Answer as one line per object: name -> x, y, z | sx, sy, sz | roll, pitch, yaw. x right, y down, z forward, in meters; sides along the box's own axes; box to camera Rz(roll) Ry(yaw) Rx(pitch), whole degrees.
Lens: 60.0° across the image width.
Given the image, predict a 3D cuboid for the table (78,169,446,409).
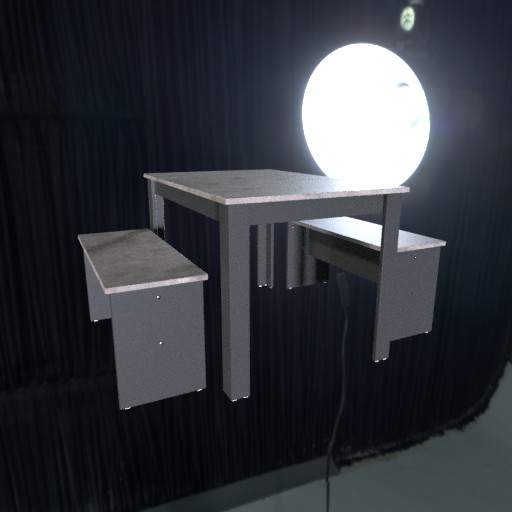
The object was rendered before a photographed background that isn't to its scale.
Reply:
table -> 0.000, 0.000, 2.042 | 1.443, 0.700, 1.100 | -7, 16, -25
